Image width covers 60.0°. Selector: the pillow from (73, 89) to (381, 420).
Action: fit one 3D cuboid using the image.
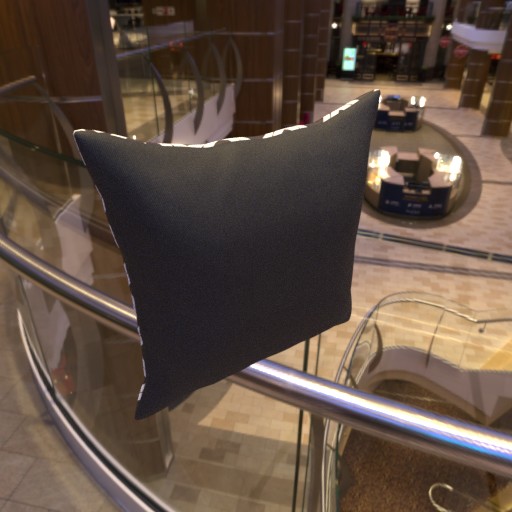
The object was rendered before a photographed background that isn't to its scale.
[{"bbox_3d":[0.000,0.000,0.752,0.504,0.494,0.188,-19,35,-29],"label":"pillow"}]
